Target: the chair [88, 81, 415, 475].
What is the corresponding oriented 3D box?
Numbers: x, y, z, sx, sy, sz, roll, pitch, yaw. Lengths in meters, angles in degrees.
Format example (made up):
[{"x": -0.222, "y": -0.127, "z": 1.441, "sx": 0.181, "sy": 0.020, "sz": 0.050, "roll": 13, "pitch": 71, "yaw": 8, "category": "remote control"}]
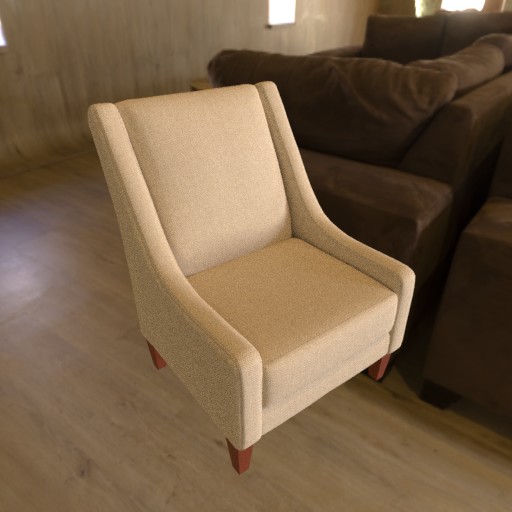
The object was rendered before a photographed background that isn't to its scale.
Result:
[{"x": 0.000, "y": 0.000, "z": 1.589, "sx": 0.774, "sy": 1.014, "sz": 0.870, "roll": -21, "pitch": 37, "yaw": -31, "category": "chair"}]
